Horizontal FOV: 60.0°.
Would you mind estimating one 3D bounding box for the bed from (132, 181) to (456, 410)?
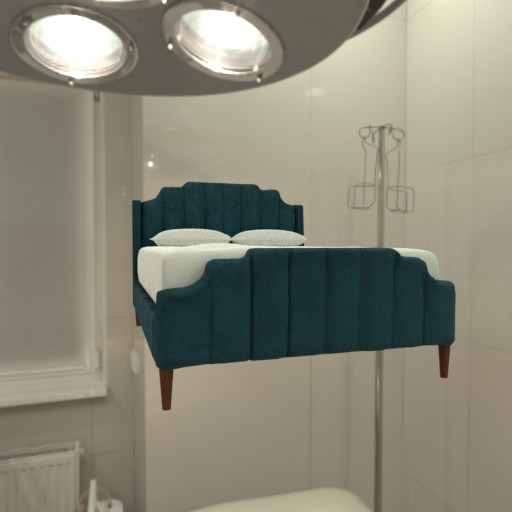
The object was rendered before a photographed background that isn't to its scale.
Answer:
[{"bbox_3d":[0.000,0.000,3.301,1.676,1.351,2.322,-1,2,-18],"label":"bed"}]
